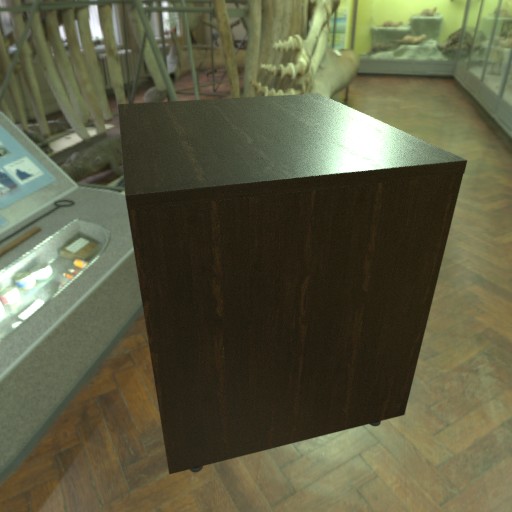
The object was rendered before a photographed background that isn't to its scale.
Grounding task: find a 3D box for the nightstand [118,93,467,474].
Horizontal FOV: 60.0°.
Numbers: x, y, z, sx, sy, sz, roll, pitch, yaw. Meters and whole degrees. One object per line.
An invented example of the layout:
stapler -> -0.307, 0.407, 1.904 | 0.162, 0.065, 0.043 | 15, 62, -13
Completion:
nightstand -> 0.000, 0.000, 0.843 | 0.427, 0.487, 0.489 | -8, 31, -14
